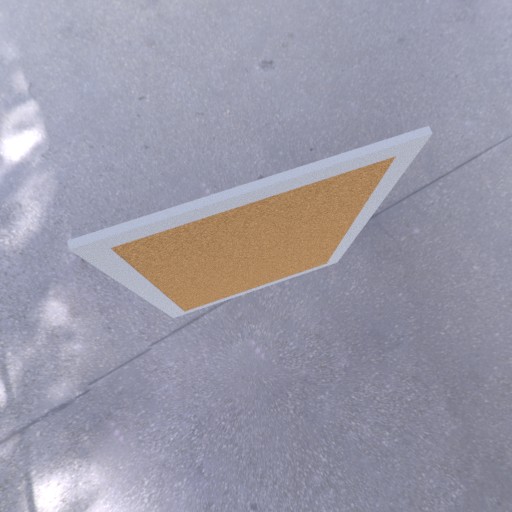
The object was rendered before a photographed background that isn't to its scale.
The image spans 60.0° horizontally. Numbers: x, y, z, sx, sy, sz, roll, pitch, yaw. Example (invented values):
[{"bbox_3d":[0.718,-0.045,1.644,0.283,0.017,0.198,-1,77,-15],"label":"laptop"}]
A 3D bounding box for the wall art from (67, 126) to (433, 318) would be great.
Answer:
[{"bbox_3d":[0.000,0.000,0.843,0.454,0.659,0.011,-18,76,-5],"label":"wall art"}]
